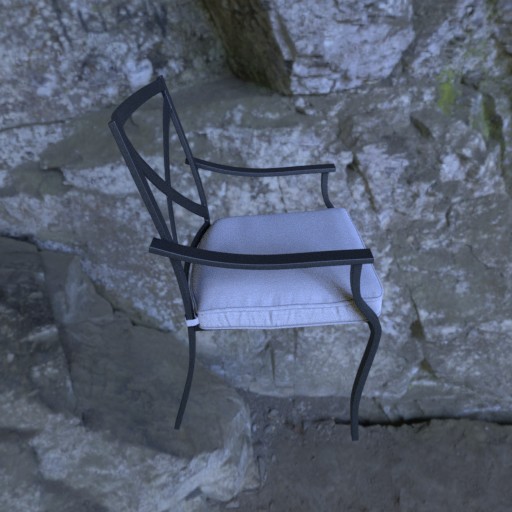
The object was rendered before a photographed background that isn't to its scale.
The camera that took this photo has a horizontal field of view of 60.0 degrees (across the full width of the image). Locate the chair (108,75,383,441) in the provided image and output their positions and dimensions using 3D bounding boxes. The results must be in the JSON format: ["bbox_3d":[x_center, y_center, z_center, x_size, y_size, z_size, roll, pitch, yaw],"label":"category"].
[{"bbox_3d":[0.000,0.000,1.262,0.620,0.889,0.575,0,32,0],"label":"chair"}]
